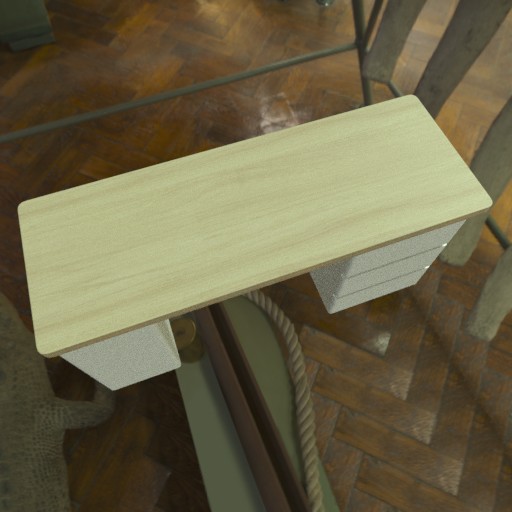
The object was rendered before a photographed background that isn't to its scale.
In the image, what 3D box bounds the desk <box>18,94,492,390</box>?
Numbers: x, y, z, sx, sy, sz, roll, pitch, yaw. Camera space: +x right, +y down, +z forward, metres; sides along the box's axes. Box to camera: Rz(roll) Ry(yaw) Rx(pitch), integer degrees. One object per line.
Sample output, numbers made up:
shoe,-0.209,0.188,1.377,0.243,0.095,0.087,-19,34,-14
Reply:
desk,0.000,0.000,1.812,1.500,0.755,0.550,-18,64,-9
